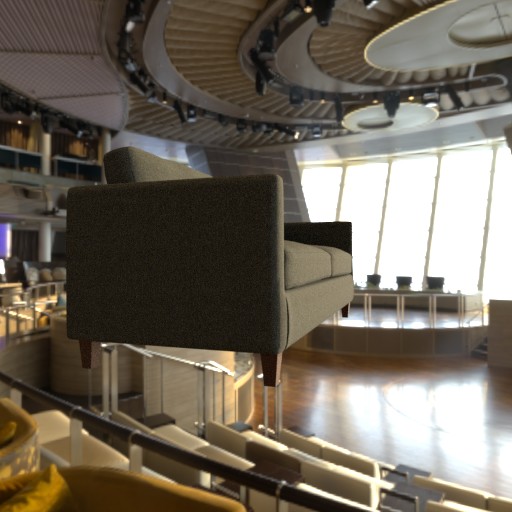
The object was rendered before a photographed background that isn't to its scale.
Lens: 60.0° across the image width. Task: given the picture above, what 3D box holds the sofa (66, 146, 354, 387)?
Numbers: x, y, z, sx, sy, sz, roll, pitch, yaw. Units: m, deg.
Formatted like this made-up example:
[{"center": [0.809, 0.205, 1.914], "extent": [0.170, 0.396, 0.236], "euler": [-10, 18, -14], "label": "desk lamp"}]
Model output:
[{"center": [0.000, 0.000, 2.709], "extent": [0.948, 0.965, 2.208], "euler": [0, 0, 19], "label": "sofa"}]
